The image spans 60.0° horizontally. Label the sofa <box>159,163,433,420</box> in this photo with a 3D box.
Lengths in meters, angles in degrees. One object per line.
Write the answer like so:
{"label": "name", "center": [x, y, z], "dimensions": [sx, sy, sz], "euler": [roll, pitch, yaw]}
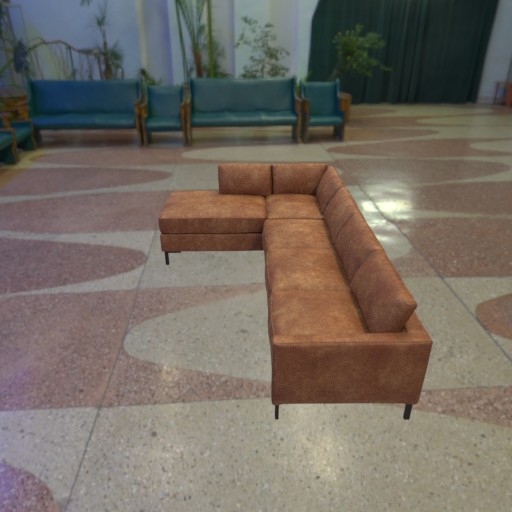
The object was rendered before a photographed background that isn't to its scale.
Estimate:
{"label": "sofa", "center": [0.000, 0.000, 3.861], "dimensions": [1.938, 0.877, 2.984], "euler": [0, 27, -1]}
